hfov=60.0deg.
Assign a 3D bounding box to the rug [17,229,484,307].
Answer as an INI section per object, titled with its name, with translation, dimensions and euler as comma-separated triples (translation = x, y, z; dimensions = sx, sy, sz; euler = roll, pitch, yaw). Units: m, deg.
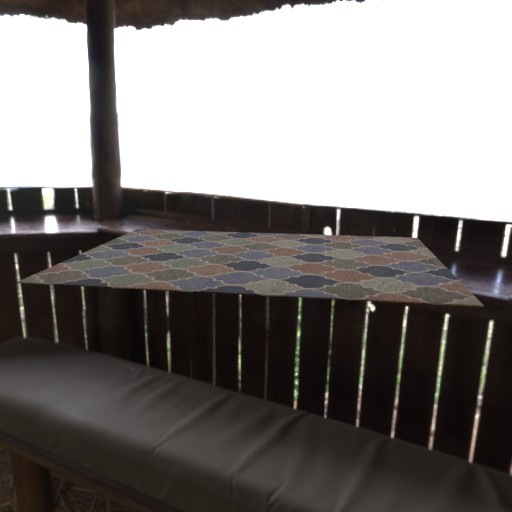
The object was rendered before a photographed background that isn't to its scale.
[rug]
translation = 0.000, 0.000, 2.865
dimensions = 2.284, 0.006, 1.521
euler = 2, 14, 9
